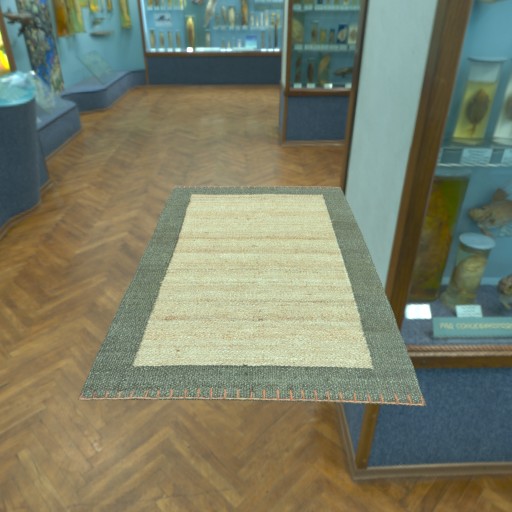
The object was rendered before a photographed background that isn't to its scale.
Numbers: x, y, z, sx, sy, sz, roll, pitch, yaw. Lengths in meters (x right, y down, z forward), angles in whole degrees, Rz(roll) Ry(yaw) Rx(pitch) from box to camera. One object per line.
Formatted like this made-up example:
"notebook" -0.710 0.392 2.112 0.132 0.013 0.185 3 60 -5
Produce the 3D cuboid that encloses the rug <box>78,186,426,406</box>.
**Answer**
"rug" 0.000 0.000 2.931 1.521 0.006 2.435 1 31 1
